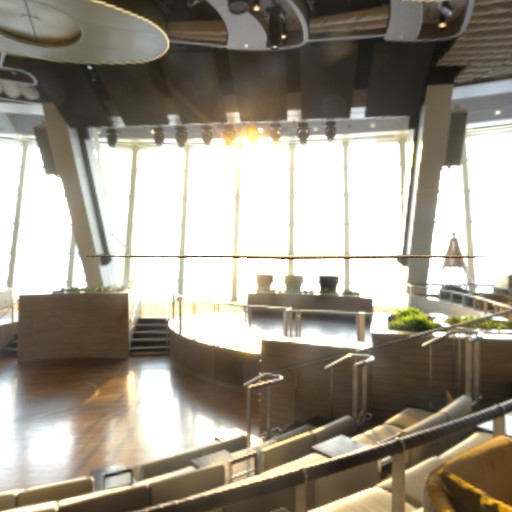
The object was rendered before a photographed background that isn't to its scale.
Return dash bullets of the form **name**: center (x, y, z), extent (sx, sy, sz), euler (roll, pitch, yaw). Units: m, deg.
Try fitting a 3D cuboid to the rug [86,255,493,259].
- **rug**: center (0.000, 0.000, 2.187), extent (1.152, 0.013, 1.761), euler (0, 0, -37)
